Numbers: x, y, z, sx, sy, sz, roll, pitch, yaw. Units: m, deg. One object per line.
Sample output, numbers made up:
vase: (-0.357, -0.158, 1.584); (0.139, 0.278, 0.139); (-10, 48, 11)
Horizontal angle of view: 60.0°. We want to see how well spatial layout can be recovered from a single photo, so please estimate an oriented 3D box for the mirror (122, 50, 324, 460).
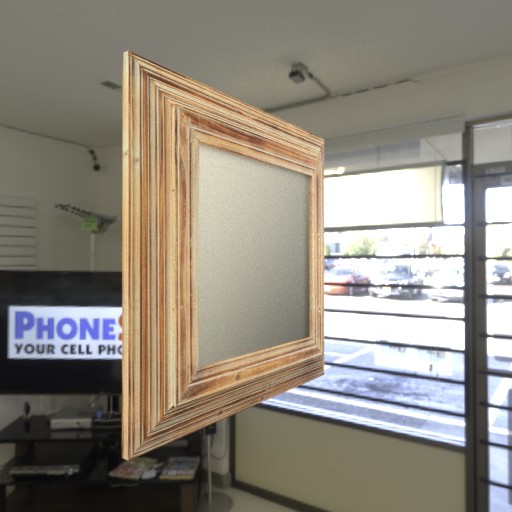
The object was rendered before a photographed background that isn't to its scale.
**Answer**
mirror: (0.000, 0.000, 1.184); (0.061, 0.804, 0.804); (0, 0, 37)
